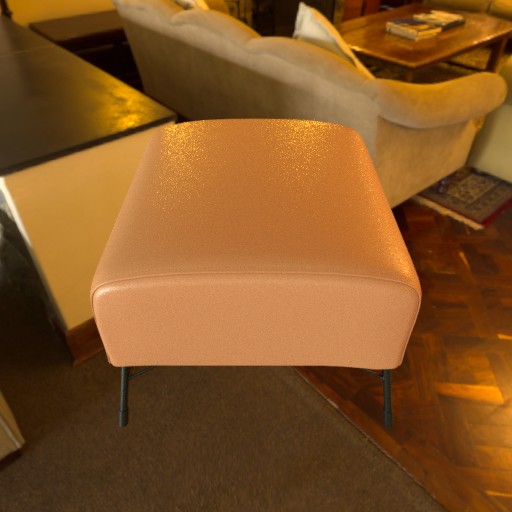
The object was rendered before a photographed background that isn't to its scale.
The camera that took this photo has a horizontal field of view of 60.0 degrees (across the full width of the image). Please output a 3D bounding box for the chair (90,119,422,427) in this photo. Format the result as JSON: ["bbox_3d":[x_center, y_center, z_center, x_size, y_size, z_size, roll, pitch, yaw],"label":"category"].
[{"bbox_3d":[0.000,0.000,0.916,0.530,0.410,0.530,0,41,0],"label":"chair"}]
